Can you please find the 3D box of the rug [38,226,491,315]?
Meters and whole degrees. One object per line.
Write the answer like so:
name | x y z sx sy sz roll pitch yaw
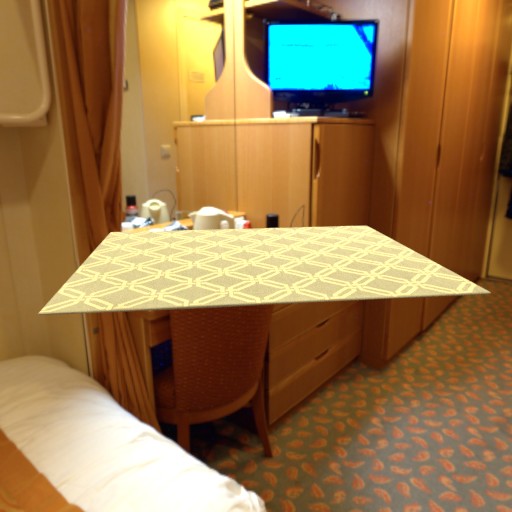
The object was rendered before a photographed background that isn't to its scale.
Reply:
rug | 0.000 0.000 3.893 2.895 0.018 2.288 -2 15 -7
